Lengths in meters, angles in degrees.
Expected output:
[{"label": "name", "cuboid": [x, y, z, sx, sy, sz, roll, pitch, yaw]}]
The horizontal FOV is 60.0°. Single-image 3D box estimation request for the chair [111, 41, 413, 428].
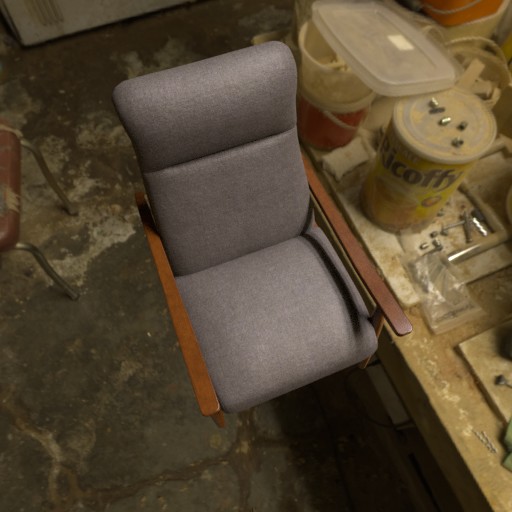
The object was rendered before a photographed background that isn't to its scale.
[{"label": "chair", "cuboid": [0.000, 0.000, 1.736, 0.762, 1.081, 1.014, -20, 65, -10]}]
